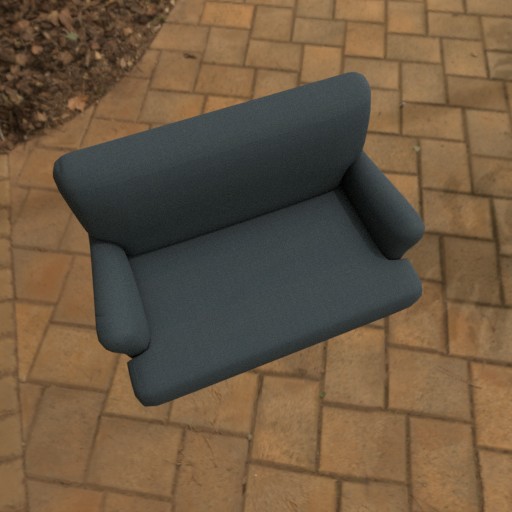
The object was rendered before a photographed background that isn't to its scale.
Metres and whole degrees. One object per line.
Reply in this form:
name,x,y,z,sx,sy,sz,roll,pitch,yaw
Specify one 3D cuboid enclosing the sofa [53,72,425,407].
sofa,0.000,0.000,1.799,1.297,0.889,0.779,-19,65,-9
